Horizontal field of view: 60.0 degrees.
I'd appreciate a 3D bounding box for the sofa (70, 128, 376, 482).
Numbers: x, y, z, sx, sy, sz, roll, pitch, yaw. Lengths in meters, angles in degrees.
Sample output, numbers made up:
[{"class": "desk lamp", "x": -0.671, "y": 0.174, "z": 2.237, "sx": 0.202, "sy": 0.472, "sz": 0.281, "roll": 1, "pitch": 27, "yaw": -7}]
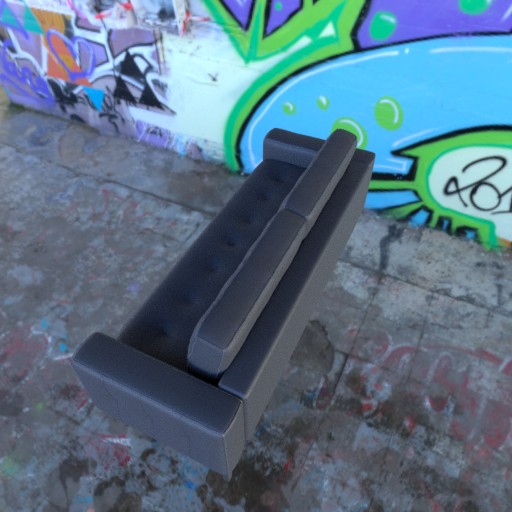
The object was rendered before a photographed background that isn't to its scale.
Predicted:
[{"class": "sofa", "x": 0.000, "y": 0.000, "z": 2.713, "sx": 0.833, "sy": 0.893, "sz": 2.275, "roll": 20, "pitch": 49, "yaw": 18}]
